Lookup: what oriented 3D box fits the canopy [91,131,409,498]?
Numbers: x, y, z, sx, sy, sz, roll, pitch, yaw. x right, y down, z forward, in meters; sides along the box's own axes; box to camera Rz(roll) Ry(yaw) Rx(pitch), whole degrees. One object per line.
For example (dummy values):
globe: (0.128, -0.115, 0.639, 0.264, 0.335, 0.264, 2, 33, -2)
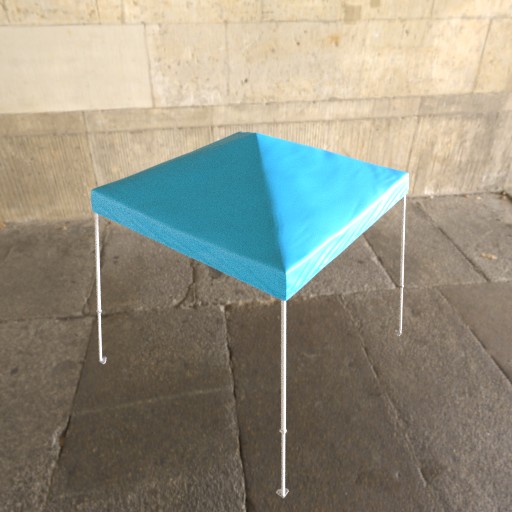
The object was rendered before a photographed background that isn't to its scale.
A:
canopy: (0.000, 0.000, 5.072, 2.848, 2.849, 2.849, 23, 40, 31)
